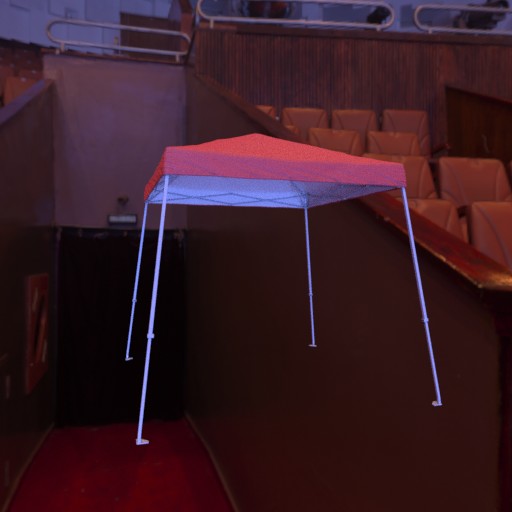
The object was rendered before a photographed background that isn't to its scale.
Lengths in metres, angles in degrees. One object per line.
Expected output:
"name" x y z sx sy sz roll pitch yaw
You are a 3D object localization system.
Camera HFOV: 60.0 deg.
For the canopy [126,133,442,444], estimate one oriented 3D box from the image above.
"canopy" 0.000 0.000 6.535 3.599 3.600 3.600 0 1 -18
